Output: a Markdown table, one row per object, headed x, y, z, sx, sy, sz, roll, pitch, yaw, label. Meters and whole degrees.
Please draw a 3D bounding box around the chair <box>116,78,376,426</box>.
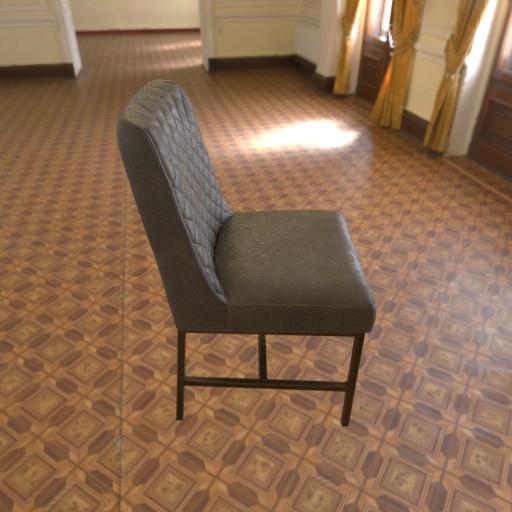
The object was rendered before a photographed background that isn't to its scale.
| x | y | z | sx | sy | sz | roll | pitch | yaw | label |
| --- | --- | --- | --- | --- | --- | --- | --- | --- | --- |
| 0.000 | 0.000 | 1.263 | 0.587 | 0.889 | 0.508 | 0 | 33 | 0 | chair |
